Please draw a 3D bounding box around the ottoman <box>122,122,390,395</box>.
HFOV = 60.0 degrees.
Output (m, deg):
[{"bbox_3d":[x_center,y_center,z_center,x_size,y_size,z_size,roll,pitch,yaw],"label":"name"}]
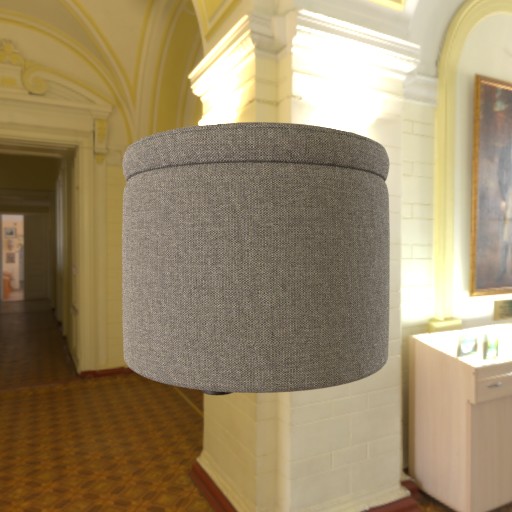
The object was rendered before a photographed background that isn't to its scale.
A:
[{"bbox_3d":[0.000,0.000,0.900,0.520,0.430,0.520,0,1,0],"label":"ottoman"}]
